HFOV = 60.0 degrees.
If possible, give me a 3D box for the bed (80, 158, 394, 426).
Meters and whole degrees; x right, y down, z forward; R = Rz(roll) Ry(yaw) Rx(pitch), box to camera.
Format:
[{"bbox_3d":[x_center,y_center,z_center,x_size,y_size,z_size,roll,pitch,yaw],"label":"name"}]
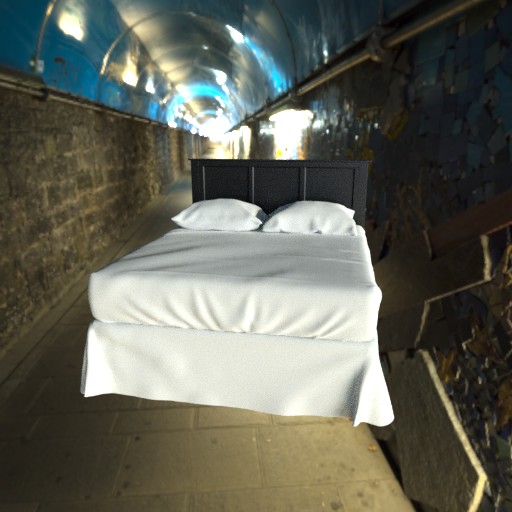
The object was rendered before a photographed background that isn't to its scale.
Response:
[{"bbox_3d":[0.000,0.000,3.206,1.870,1.270,2.050,3,15,10],"label":"bed"}]
